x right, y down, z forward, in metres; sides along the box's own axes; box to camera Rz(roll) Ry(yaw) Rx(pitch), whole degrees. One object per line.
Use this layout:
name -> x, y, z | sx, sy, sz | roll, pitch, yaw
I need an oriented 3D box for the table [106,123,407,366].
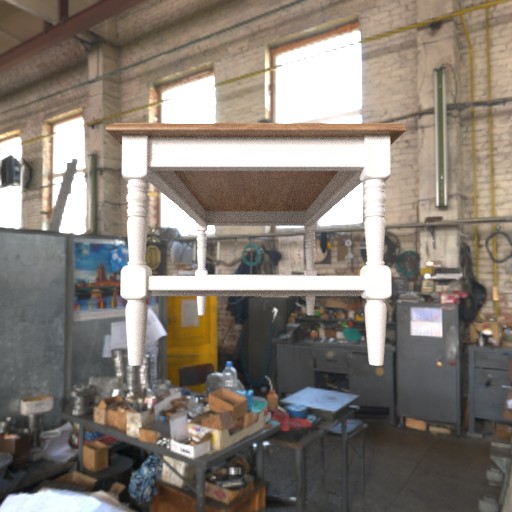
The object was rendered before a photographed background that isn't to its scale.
table -> 0.000, 0.000, 1.372 | 0.559, 0.458, 1.118 | 0, -2, 0
